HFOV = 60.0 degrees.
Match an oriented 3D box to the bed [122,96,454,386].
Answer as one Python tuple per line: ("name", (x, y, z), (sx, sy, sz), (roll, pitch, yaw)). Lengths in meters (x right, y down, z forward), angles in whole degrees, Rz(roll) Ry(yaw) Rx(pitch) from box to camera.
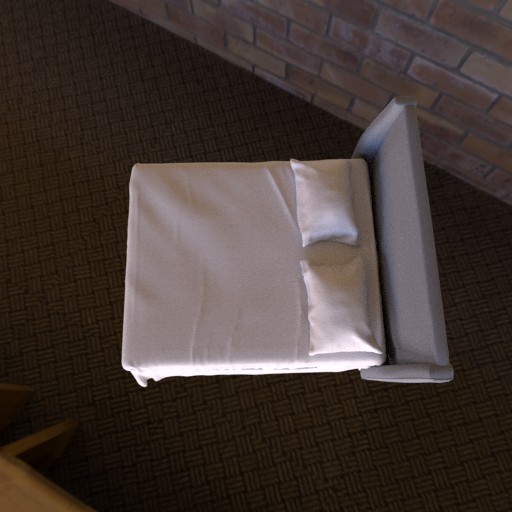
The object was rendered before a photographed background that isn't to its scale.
("bed", (0.000, 0.000, 3.430), (2.276, 1.332, 1.925), (-1, 75, 0))
